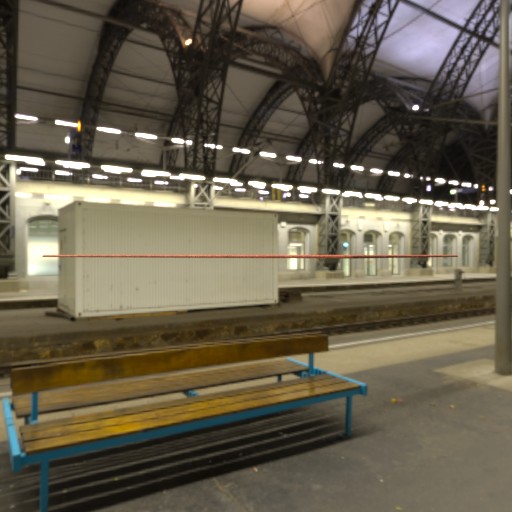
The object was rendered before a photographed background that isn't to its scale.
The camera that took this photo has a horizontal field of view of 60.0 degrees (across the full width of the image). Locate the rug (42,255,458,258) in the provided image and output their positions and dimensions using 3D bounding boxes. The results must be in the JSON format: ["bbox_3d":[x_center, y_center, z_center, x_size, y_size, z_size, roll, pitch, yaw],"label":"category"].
[{"bbox_3d":[0.000,0.000,4.072,2.976,0.018,2.430,0,0,35],"label":"rug"}]
